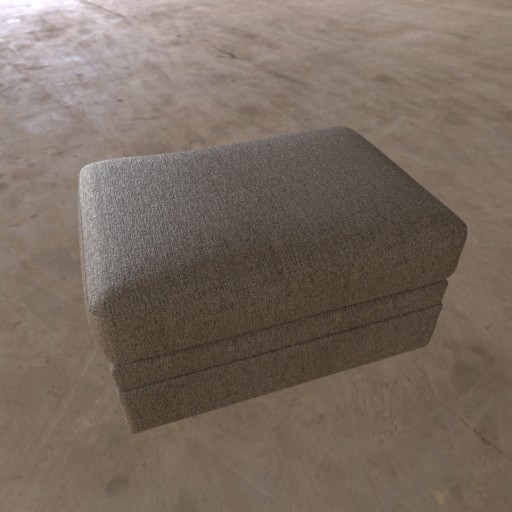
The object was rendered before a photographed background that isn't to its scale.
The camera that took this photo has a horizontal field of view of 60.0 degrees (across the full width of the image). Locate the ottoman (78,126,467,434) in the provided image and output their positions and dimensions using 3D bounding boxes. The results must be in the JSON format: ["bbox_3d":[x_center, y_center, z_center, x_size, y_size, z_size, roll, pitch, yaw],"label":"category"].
[{"bbox_3d":[0.000,0.000,1.254,0.885,0.478,0.637,-12,42,-14],"label":"ottoman"}]
